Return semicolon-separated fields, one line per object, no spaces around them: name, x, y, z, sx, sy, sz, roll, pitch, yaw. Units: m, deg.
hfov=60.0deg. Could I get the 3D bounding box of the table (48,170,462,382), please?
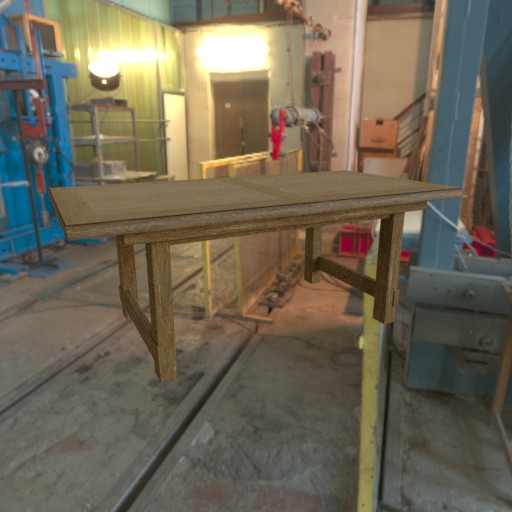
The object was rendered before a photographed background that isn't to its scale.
table;0.000;0.000;2.481;1.982;0.762;1.000;-8;19;-26
